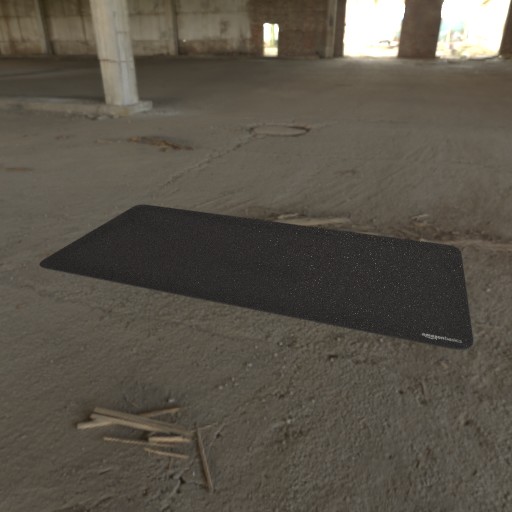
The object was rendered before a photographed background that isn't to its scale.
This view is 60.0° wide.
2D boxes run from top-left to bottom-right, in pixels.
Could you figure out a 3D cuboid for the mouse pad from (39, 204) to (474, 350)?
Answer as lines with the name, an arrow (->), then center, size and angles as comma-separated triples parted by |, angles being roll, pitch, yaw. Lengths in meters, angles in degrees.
mouse pad -> 0.000, 0.000, 1.035 | 0.907, 0.003, 0.424 | 9, 28, 17
